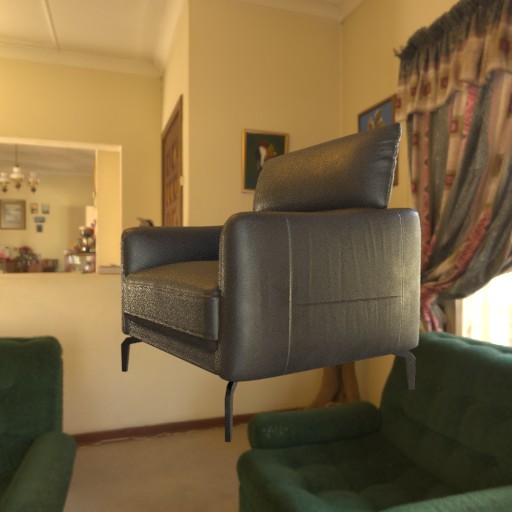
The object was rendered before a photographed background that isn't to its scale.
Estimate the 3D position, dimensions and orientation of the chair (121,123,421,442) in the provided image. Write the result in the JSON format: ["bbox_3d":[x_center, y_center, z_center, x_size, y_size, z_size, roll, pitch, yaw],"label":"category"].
[{"bbox_3d":[0.000,0.000,1.690,0.809,0.949,0.976,0,0,-35],"label":"chair"}]
